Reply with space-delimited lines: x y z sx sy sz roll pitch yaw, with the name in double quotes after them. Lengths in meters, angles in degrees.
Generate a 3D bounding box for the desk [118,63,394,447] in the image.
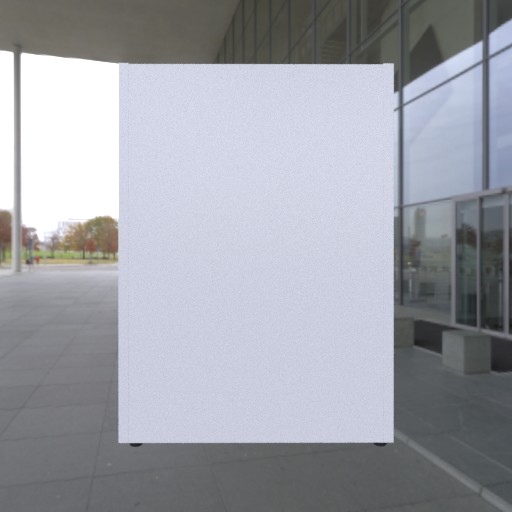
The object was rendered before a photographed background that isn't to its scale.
0.000 0.000 1.563 0.850 1.190 0.390 0 0 0 "desk"
